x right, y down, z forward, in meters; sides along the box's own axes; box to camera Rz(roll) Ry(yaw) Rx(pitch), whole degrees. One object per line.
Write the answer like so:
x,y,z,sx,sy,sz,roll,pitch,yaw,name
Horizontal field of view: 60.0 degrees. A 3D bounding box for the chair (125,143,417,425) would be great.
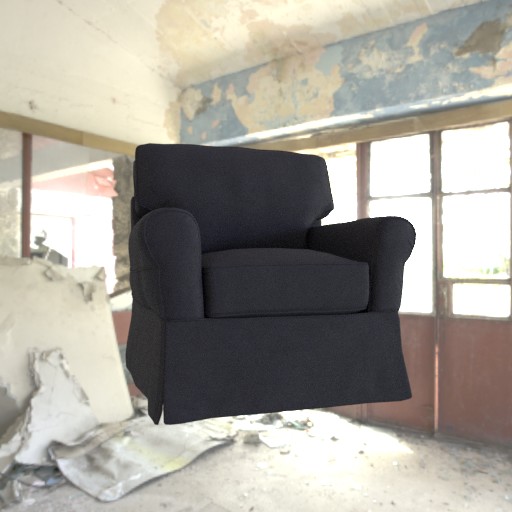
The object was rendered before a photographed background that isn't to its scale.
0.000,0.000,2.015,1.119,1.140,1.002,0,0,-18,chair
